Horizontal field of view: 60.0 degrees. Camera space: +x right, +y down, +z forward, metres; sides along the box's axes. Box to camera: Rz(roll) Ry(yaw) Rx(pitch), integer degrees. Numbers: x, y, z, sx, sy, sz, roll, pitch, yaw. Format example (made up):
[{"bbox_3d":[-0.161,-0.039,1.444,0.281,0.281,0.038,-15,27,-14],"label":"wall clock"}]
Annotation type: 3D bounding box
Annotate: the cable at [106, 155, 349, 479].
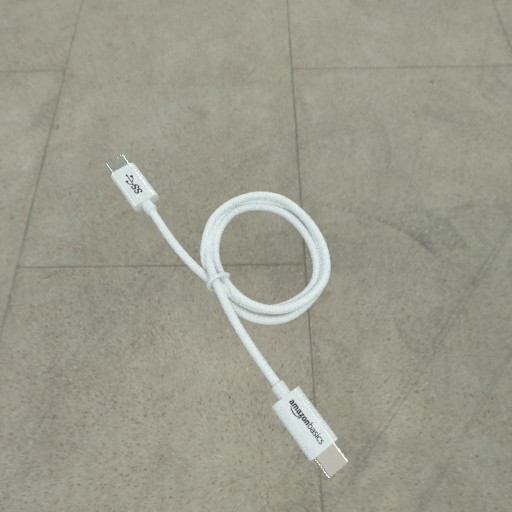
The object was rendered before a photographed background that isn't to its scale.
[{"bbox_3d":[0.000,0.000,0.211,0.070,0.014,0.186,-33,68,-15],"label":"cable"}]
